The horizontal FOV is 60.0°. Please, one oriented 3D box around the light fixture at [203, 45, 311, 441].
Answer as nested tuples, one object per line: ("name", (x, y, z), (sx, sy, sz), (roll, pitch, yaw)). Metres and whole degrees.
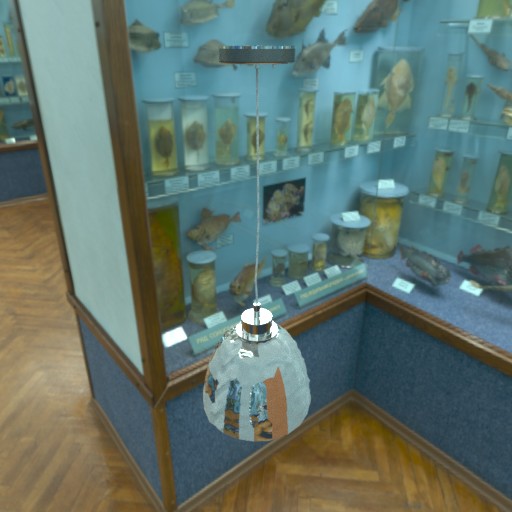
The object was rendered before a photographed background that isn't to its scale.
("light fixture", (0.000, 0.000, 1.764), (0.500, 1.511, 0.496), (-18, 31, -32))
